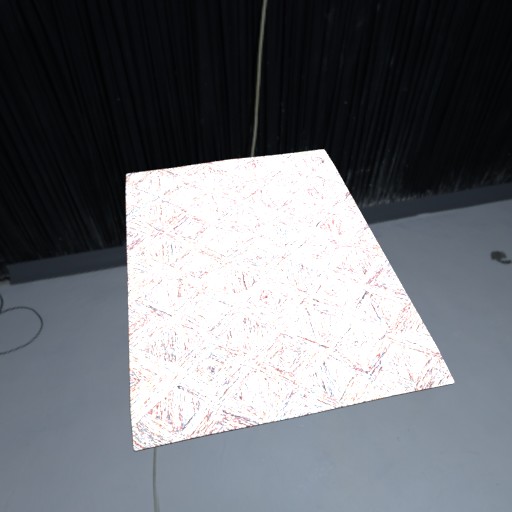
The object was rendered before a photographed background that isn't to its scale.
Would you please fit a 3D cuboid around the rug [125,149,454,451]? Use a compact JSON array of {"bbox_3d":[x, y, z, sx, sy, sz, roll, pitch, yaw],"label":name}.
[{"bbox_3d":[0.000,0.000,4.269,2.436,0.024,3.226,-9,48,-8],"label":"rug"}]
